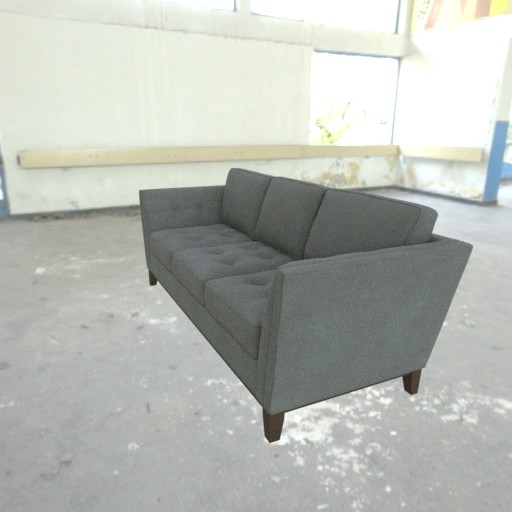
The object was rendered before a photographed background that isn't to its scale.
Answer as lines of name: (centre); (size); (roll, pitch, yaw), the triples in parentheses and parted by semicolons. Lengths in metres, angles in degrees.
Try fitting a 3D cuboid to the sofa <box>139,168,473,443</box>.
sofa: (0.000, 0.000, 2.845); (0.965, 0.940, 2.387); (-8, 18, -25)
